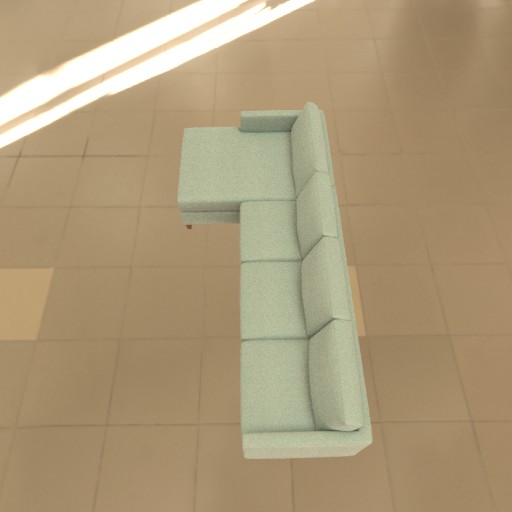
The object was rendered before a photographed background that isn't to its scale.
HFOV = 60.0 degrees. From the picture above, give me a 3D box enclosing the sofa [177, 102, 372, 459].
[{"bbox_3d":[0.000,0.000,4.213,1.600,0.953,3.470,-1,58,-1],"label":"sofa"}]
